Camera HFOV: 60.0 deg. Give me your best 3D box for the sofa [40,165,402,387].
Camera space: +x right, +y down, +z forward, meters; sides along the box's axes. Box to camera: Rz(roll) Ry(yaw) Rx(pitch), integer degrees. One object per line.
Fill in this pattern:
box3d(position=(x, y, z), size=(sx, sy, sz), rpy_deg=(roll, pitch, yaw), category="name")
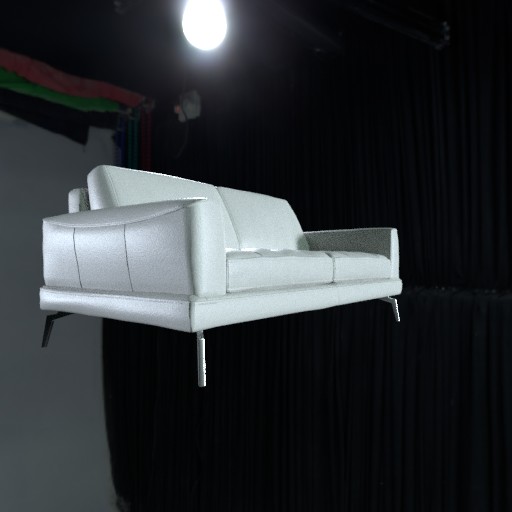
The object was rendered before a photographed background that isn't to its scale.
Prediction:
box3d(position=(0.000, 0.000, 2.708), size=(1.121, 0.930, 2.177), rpy_deg=(0, -1, 37), category="sofa")
